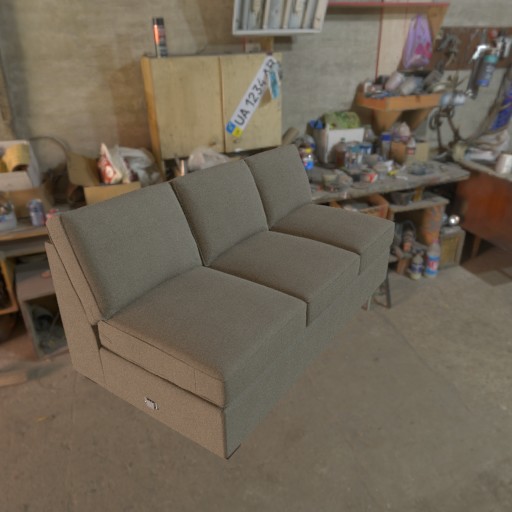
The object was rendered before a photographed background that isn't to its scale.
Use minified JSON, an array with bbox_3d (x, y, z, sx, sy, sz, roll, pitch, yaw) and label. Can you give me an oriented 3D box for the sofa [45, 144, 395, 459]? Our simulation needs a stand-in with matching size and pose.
[{"bbox_3d":[0.000,0.000,2.765,1.127,1.036,2.092,16,30,31],"label":"sofa"}]
